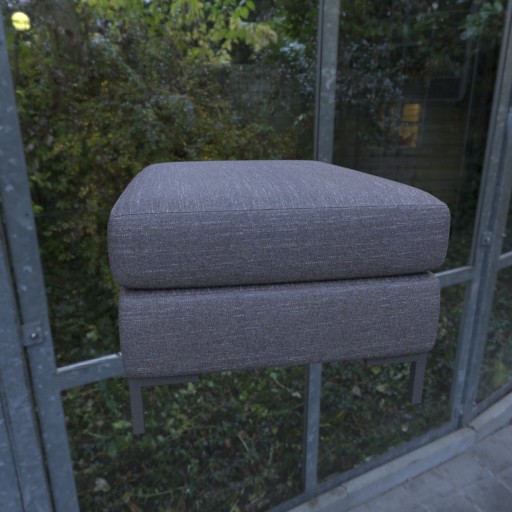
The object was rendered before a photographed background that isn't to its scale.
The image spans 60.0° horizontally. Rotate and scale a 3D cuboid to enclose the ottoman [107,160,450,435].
[{"bbox_3d":[0.000,0.000,1.226,0.671,0.490,0.820,-3,17,-9],"label":"ottoman"}]
